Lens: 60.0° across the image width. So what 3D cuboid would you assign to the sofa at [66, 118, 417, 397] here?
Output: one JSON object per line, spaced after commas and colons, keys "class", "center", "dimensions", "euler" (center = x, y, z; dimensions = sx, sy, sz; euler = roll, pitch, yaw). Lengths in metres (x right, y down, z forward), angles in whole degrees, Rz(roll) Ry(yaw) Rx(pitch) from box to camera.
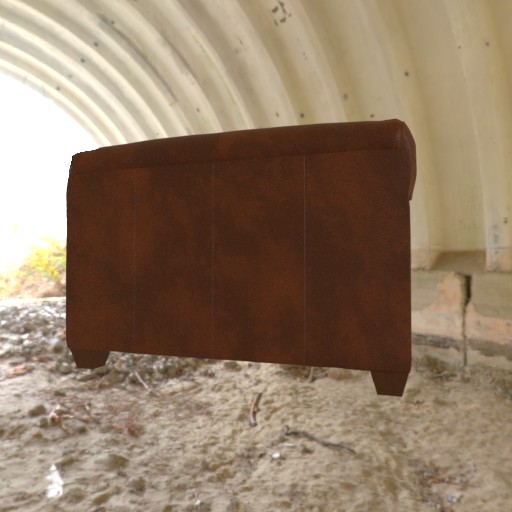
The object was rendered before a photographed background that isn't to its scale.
{"class": "sofa", "center": [0.000, 0.000, 2.098], "dimensions": [1.413, 0.956, 1.000], "euler": [0, -1, 18]}
